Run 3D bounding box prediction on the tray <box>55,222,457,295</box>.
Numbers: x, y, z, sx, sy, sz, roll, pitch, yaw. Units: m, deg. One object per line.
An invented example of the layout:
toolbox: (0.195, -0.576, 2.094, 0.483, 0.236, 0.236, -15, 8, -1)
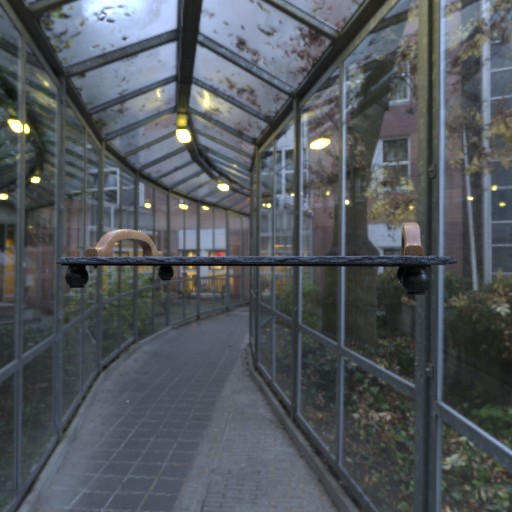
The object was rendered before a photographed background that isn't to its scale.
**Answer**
tray: (0.000, 0.000, 0.470, 0.387, 0.062, 0.231, 0, -1, 16)
